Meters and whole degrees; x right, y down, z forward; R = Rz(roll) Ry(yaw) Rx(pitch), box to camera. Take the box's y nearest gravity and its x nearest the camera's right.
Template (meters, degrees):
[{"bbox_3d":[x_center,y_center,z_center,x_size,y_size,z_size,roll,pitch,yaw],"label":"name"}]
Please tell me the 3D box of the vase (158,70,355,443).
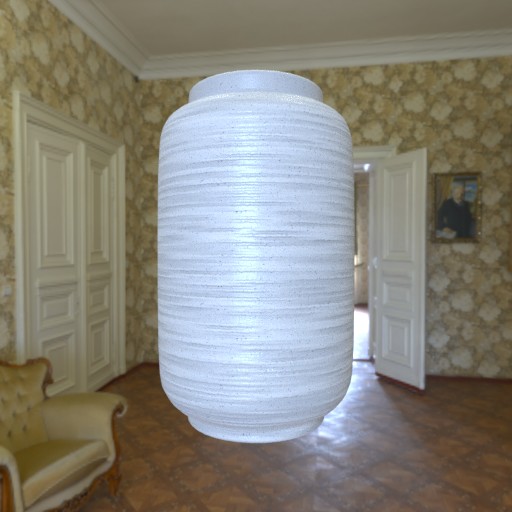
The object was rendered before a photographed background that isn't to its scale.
[{"bbox_3d":[0.000,0.000,0.465,0.202,0.335,0.202,0,0,0],"label":"vase"}]
